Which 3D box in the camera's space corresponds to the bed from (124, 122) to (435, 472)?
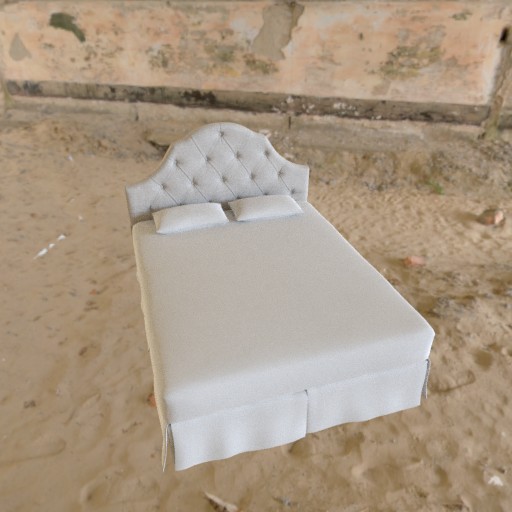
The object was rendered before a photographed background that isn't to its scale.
[{"bbox_3d":[0.000,0.000,3.736,2.039,1.617,2.477,-9,33,-15],"label":"bed"}]
